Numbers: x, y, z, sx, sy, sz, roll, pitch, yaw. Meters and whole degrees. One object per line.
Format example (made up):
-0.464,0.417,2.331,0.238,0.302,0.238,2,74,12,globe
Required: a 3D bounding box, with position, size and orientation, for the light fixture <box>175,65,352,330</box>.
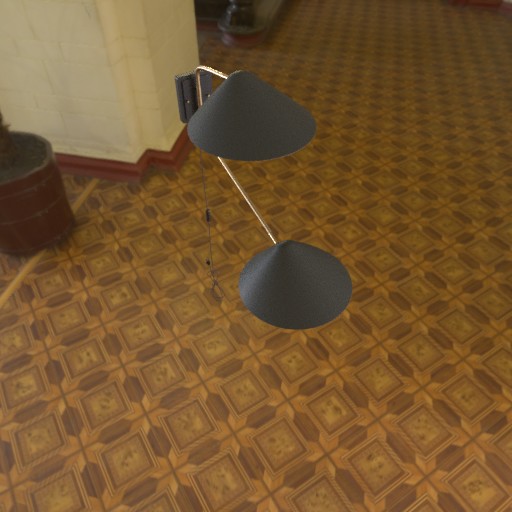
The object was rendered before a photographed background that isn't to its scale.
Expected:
0.000,0.000,0.829,0.189,0.665,0.422,-25,51,-22,light fixture
